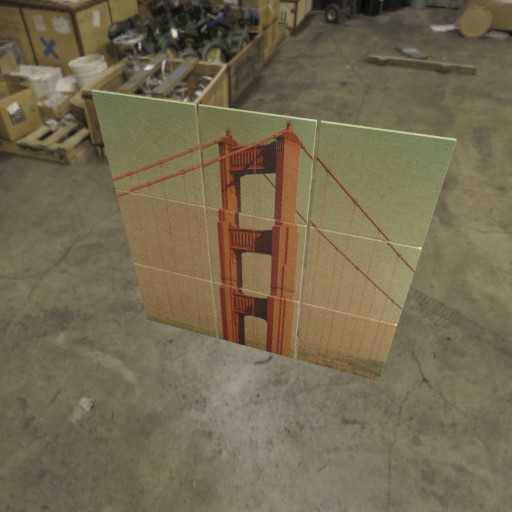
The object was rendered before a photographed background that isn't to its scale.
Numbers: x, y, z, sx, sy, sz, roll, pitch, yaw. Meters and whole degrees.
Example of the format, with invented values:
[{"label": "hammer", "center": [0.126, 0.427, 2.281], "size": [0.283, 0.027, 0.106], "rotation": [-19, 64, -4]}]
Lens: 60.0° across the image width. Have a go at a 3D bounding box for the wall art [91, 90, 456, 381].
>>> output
[{"label": "wall art", "center": [0.000, 0.000, 1.819], "size": [1.214, 1.219, 0.013], "rotation": [12, 43, 14]}]
